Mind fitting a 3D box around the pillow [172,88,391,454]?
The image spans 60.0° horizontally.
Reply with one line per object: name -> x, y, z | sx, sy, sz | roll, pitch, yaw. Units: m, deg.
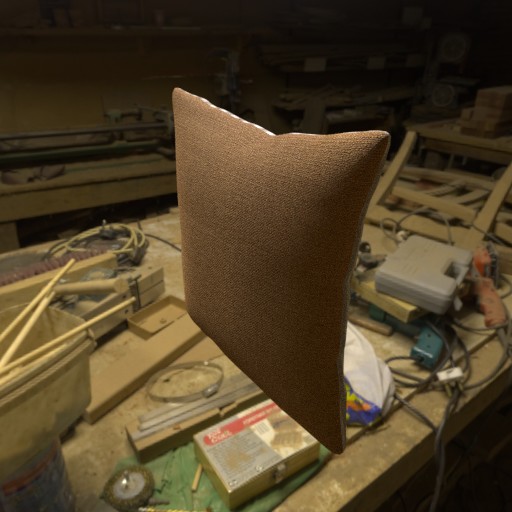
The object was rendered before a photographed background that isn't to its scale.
pillow -> 0.000, 0.000, 0.658 | 0.147, 0.437, 0.432 | -18, 32, -32
